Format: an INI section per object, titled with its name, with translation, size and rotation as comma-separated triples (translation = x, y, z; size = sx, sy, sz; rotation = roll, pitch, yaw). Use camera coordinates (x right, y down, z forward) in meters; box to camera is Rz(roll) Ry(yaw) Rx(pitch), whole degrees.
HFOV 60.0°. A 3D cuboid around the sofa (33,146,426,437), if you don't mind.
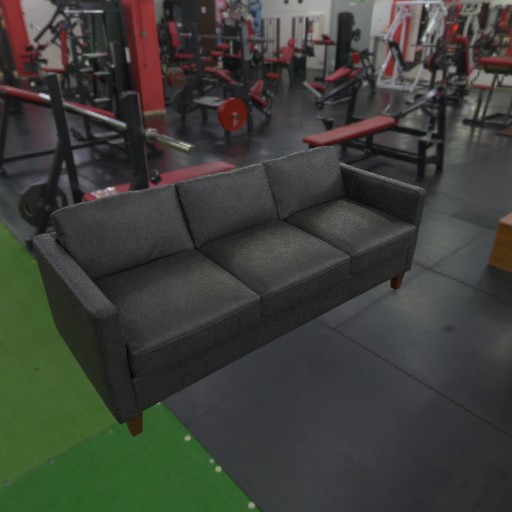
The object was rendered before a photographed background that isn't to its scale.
[sofa]
translation = 0.000, 0.000, 2.974
size = 2.464, 1.006, 1.045
rotation = -21, 35, -33
